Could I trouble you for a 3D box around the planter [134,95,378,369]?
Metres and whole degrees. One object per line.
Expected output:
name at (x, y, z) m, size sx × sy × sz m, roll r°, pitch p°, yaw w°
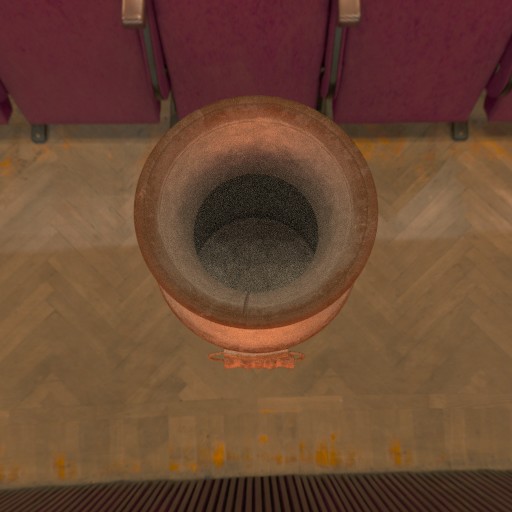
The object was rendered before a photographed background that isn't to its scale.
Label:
planter at (0.000, 0.000, 0.493) m, size 0.215 × 0.358 × 0.248 m, roll 0°, pitch 78°, yaw 0°
